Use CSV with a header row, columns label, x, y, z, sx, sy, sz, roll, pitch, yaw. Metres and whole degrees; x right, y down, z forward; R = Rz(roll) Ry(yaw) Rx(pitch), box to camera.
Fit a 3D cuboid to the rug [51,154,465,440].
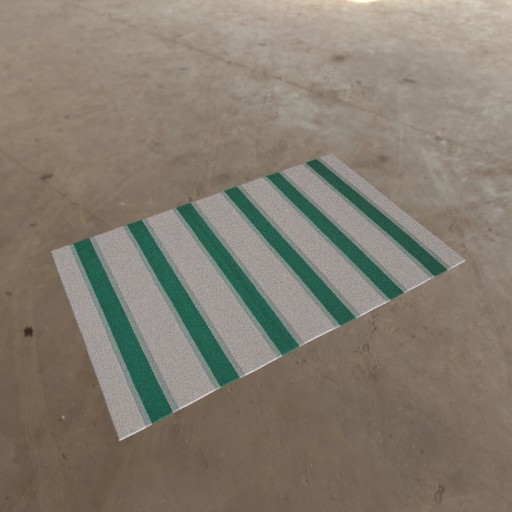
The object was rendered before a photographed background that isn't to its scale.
label,x,y,z,sx,sy,sz,roll,pitch,yaw
rug,0.000,0.000,3.060,2.436,0.015,1.521,-23,50,-21
